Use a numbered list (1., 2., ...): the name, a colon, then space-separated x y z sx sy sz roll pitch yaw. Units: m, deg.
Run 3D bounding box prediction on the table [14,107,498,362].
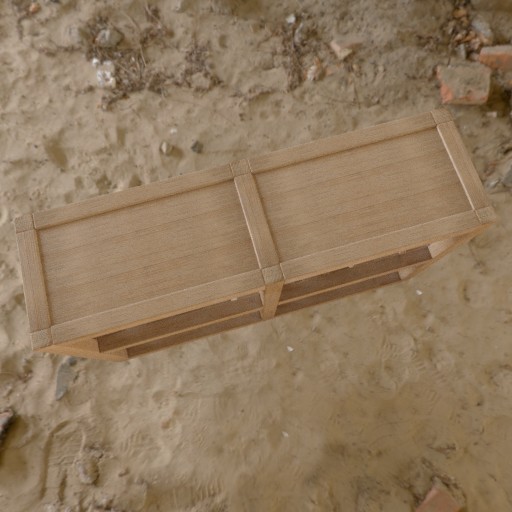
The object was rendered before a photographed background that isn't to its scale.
1. table: 0.000 0.000 1.607 1.320 0.762 0.381 -15 75 -4
